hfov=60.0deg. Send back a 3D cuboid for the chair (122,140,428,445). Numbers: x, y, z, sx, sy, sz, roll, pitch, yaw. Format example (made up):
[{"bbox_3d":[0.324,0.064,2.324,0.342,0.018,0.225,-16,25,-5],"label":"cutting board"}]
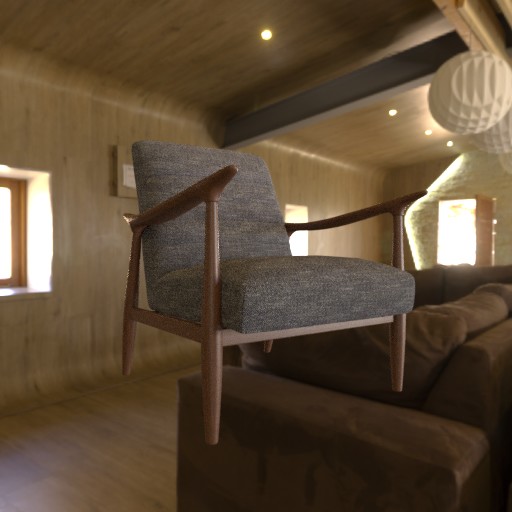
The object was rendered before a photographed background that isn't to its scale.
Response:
[{"bbox_3d":[0.000,0.000,1.426,0.741,0.832,0.798,0,1,-35],"label":"chair"}]
